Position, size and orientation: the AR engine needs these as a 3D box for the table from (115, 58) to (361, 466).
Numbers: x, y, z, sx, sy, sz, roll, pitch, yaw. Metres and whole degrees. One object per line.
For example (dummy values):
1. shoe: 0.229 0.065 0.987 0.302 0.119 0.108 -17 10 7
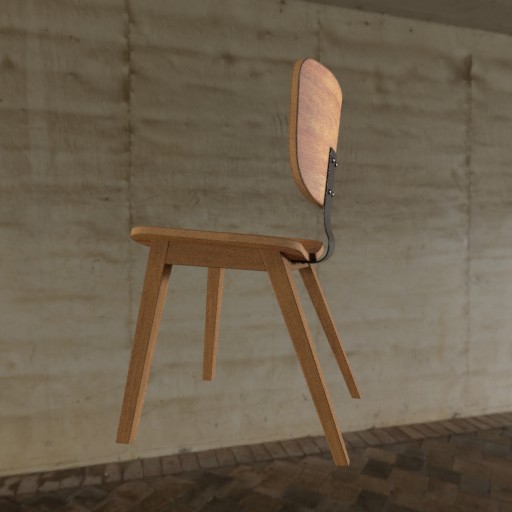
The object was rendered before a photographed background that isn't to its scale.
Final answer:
1. table: 0.000 0.000 1.123 0.500 0.805 0.499 0 1 17
